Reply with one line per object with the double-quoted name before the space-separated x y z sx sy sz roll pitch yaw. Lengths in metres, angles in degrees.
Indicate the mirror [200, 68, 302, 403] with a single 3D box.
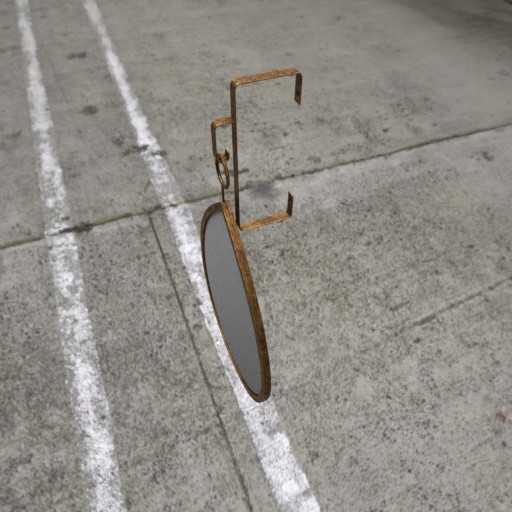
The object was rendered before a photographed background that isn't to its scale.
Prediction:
"mirror" 0.000 0.000 0.912 0.144 0.744 0.405 -17 48 -16
